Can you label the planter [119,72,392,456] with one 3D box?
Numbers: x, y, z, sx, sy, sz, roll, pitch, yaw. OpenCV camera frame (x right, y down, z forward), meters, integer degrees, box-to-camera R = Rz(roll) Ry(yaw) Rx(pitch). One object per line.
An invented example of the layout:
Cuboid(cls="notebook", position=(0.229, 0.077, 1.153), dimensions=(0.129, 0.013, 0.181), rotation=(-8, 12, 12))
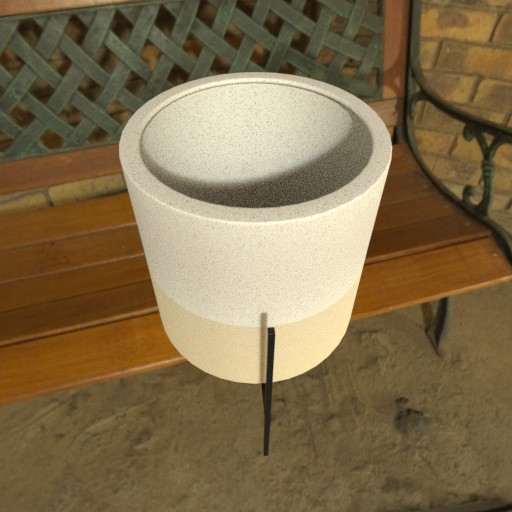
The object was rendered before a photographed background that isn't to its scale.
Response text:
Cuboid(cls="planter", position=(0.000, 0.000, 0.533), dimensions=(0.263, 0.362, 0.267), rotation=(34, 56, 28))
